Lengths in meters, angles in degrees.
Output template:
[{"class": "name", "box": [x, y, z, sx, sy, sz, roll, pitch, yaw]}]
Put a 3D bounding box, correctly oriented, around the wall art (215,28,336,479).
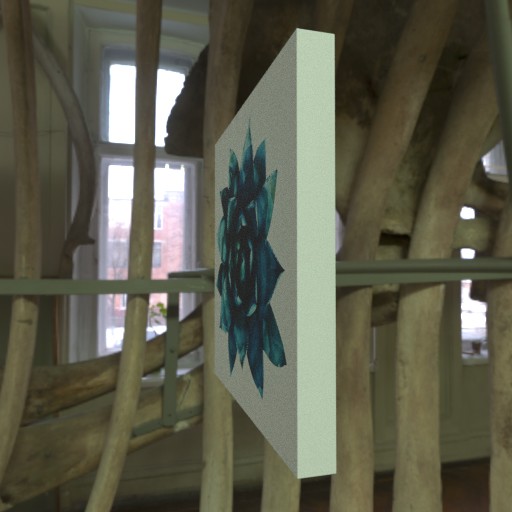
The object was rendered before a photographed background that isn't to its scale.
[{"class": "wall art", "box": [0.000, 0.000, 0.600, 0.038, 0.406, 0.406, 0, -1, -16]}]
